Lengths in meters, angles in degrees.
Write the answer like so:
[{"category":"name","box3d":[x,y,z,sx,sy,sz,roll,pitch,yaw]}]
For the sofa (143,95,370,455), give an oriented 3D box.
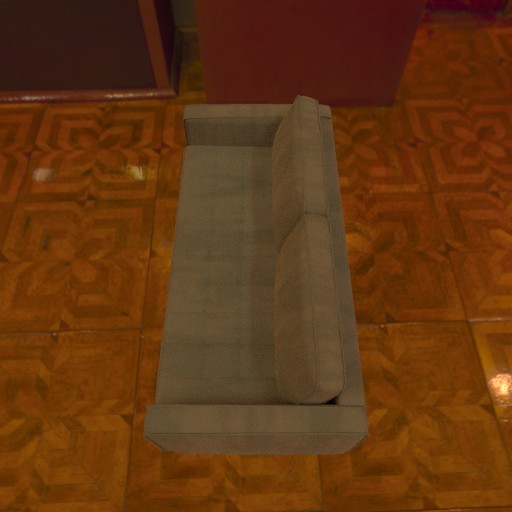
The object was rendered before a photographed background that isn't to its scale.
[{"category":"sofa","box3d":[0.000,0.000,2.391,0.924,0.825,1.920,0,59,0]}]
